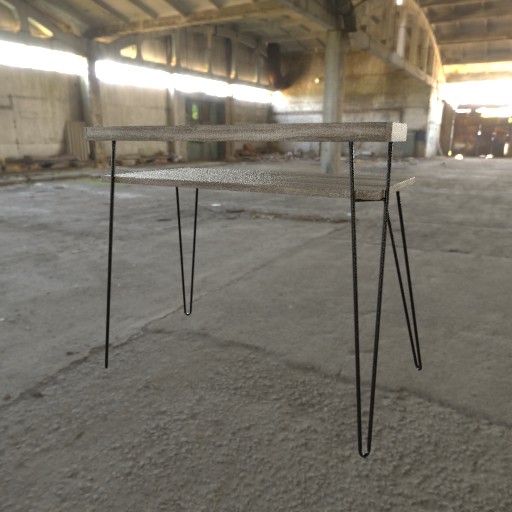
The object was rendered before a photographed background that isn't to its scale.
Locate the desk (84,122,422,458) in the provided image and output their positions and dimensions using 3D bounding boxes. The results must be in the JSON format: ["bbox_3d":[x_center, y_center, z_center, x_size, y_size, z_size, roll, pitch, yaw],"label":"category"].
[{"bbox_3d":[0.000,0.000,1.608,1.135,0.899,0.605,8,17,28],"label":"desk"}]
